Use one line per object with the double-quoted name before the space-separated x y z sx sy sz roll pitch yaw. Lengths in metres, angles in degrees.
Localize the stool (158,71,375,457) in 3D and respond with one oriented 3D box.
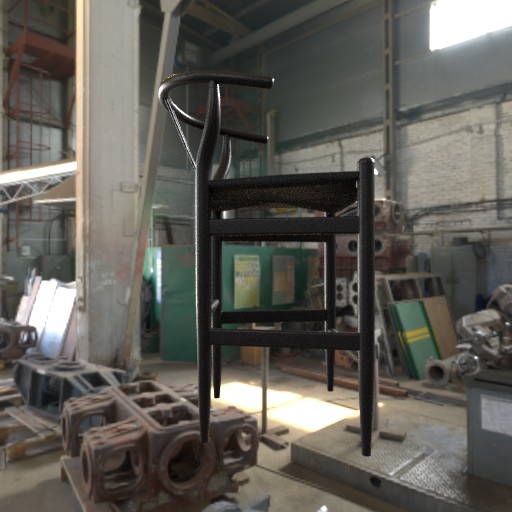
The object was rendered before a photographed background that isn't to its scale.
"stool" 0.000 0.000 1.343 0.579 0.970 0.569 0 0 0
